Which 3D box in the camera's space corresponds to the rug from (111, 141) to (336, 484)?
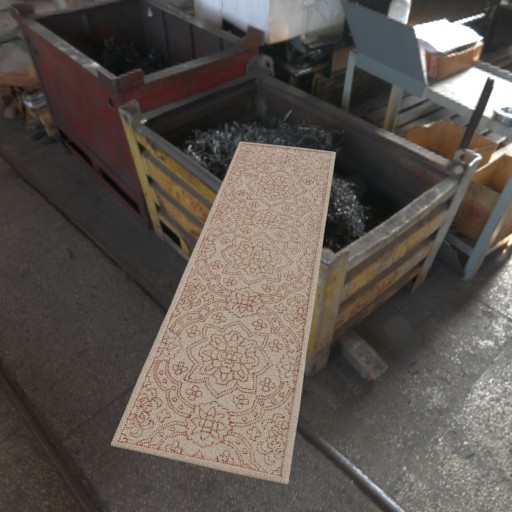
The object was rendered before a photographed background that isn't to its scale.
[{"bbox_3d":[0.000,0.000,2.662,0.769,0.012,2.448,8,47,8],"label":"rug"}]
